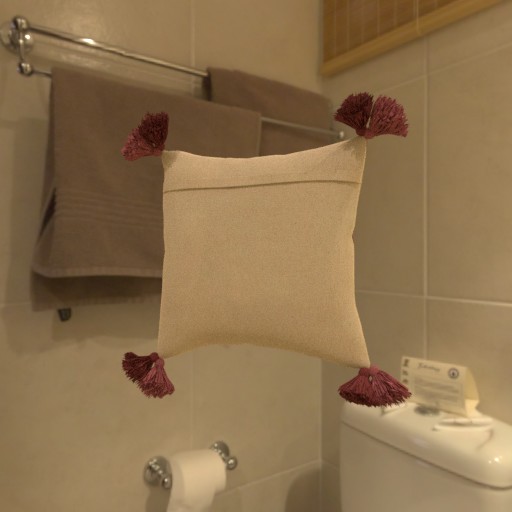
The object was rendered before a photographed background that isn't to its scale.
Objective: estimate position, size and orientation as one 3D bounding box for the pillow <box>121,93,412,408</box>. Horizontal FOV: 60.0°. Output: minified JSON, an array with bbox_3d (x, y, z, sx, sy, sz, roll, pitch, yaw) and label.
[{"bbox_3d":[0.000,0.000,0.965,0.641,0.659,0.138,0,0,18],"label":"pillow"}]
